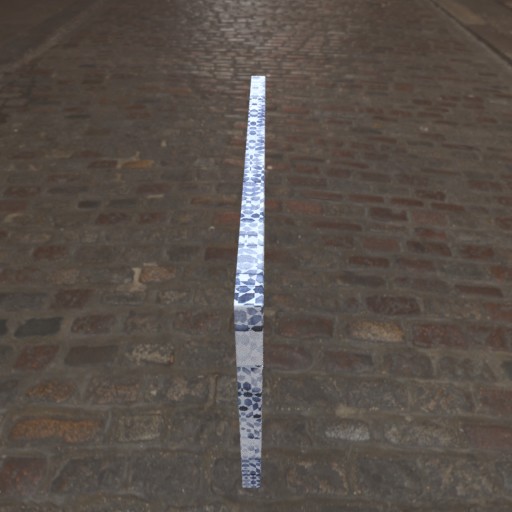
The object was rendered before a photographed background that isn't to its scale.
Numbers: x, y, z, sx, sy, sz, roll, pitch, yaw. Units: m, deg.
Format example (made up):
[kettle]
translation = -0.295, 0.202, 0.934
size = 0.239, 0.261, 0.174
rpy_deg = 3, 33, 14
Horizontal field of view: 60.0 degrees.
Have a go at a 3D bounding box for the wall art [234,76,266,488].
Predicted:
[wall art]
translation = 0.000, 0.000, 0.769
size = 0.030, 0.406, 0.608
rpy_deg = 1, 41, 1
